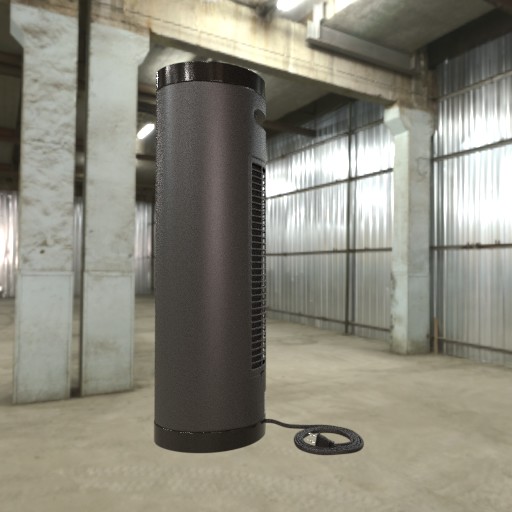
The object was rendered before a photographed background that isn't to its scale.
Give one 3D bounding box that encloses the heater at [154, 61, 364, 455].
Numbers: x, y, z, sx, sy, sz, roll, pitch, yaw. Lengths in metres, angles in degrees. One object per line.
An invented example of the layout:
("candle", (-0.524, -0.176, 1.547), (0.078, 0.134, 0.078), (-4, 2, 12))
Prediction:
("heater", (0.000, 0.000, 0.696), (0.312, 0.552, 0.174), (0, -1, -1))
